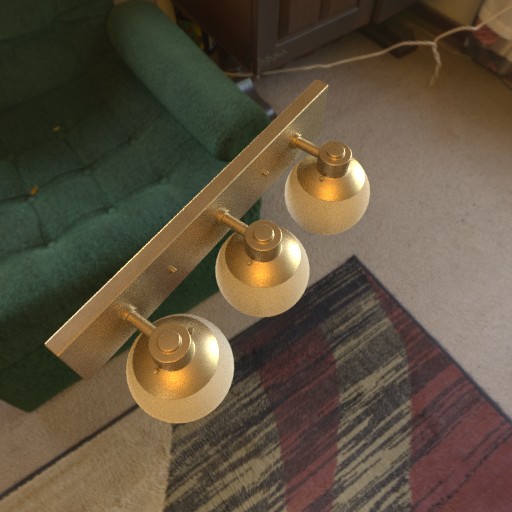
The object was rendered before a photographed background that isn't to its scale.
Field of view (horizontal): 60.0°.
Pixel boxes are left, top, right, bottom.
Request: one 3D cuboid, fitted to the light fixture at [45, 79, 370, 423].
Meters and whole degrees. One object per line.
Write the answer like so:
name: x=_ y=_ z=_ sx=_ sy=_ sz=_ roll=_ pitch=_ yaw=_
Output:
light fixture: x=0.000 y=0.000 z=0.857 sx=0.218 sy=0.263 sz=0.721 roll=32 pitch=64 yaw=18
